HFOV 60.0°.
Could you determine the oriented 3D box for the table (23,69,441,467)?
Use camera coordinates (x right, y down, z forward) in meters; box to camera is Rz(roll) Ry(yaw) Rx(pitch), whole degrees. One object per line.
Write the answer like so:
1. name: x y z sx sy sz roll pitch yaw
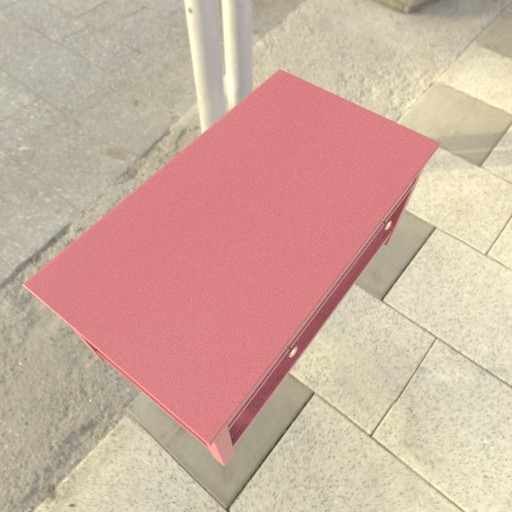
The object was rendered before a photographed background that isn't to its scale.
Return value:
1. table: 0.000 0.000 1.411 0.612 0.493 1.068 33 63 19
